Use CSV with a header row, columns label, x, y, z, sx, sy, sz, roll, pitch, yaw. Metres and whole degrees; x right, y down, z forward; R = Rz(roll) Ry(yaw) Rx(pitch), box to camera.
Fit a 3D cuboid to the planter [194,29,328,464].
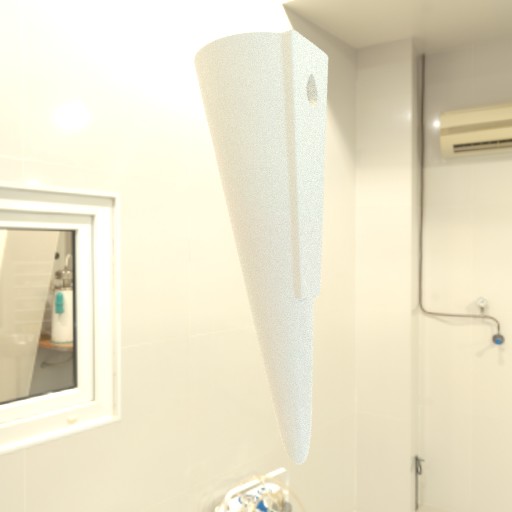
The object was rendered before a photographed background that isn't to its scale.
label,x,y,z,sx,sy,sz,roll,pitch,yaw
planter,0.000,0.000,0.220,0.064,0.193,0.057,1,1,37
